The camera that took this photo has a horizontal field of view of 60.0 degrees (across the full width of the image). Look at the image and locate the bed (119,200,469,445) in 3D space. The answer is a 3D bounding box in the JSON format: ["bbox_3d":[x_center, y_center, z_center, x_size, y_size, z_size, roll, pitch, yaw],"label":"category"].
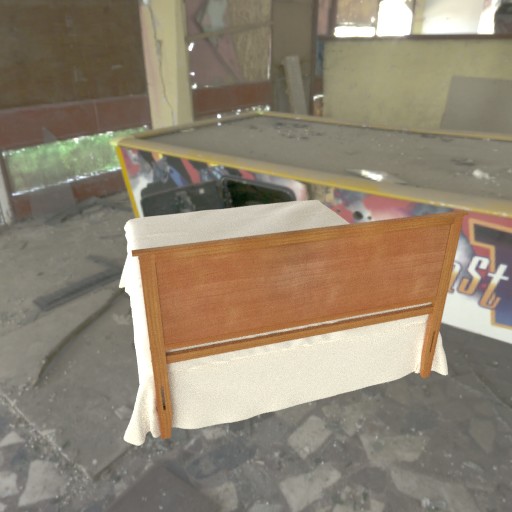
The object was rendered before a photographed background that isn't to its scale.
[{"bbox_3d":[0.000,0.000,3.629,2.317,1.270,2.215,-8,26,-16],"label":"bed"}]
